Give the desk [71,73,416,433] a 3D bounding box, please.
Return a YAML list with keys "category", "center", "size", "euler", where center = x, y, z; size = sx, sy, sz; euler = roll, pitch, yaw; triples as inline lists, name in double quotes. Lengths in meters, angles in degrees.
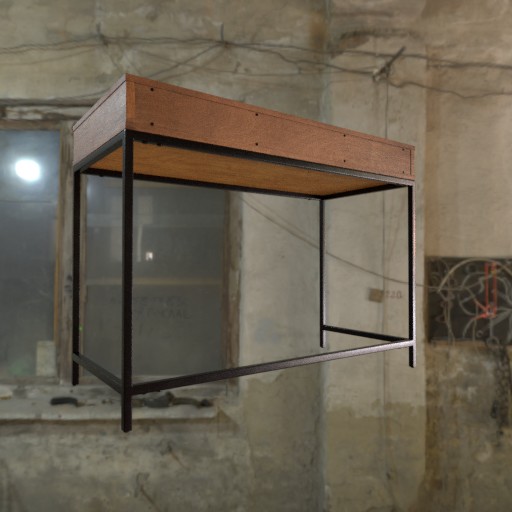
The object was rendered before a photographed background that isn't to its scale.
- category: "desk"
  center: [0.000, 0.000, 1.421]
  size: [1.016, 0.762, 0.470]
  euler: [1, -1, -36]
